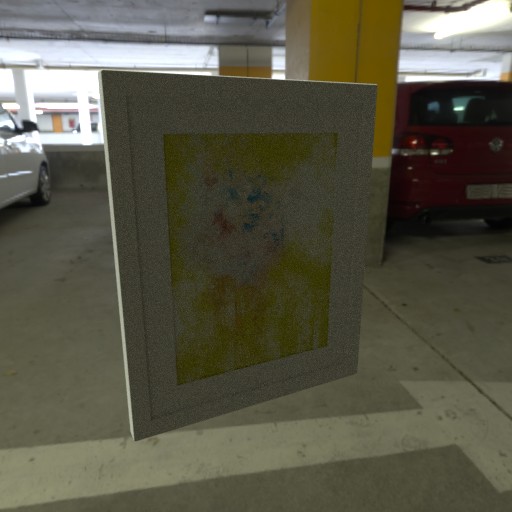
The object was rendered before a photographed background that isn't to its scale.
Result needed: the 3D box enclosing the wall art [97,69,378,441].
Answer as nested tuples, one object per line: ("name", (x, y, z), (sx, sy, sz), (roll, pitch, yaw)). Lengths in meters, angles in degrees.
("wall art", (0.000, 0.000, 0.746), (0.454, 0.556, 0.028), (-8, 18, -26))
